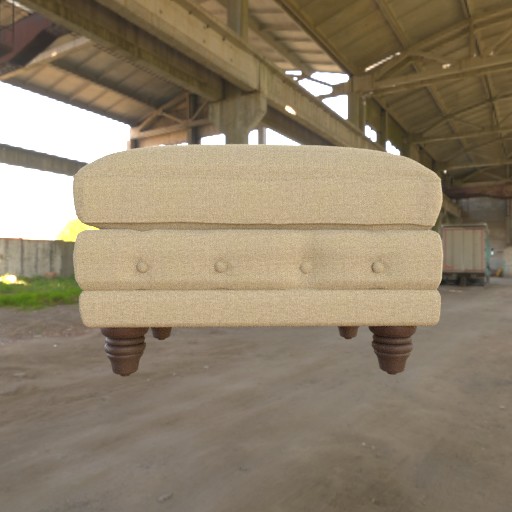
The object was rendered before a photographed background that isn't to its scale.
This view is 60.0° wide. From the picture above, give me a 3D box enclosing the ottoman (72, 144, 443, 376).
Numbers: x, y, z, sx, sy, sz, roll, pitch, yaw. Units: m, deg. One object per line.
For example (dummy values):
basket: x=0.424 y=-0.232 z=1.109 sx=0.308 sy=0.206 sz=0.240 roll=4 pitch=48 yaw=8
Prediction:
ottoman: x=0.000 y=0.000 z=1.050 sx=0.684 sy=0.463 sz=0.541 roll=0 pitch=0 yaw=-1
